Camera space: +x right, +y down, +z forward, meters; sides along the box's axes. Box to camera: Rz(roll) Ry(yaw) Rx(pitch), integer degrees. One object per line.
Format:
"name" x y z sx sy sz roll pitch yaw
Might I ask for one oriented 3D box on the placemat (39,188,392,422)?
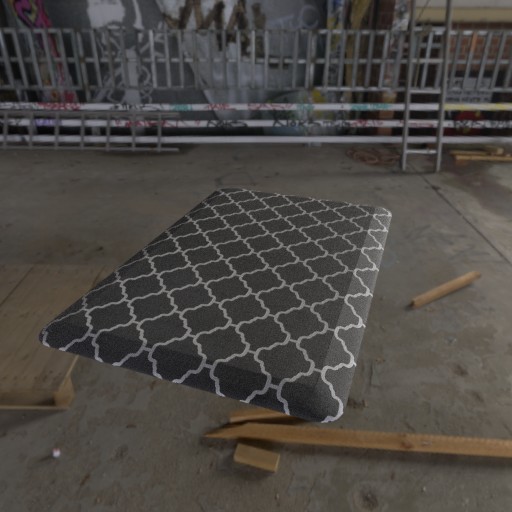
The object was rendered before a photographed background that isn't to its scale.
"placemat" 0.000 0.000 0.951 0.508 0.021 0.762 10 30 17
